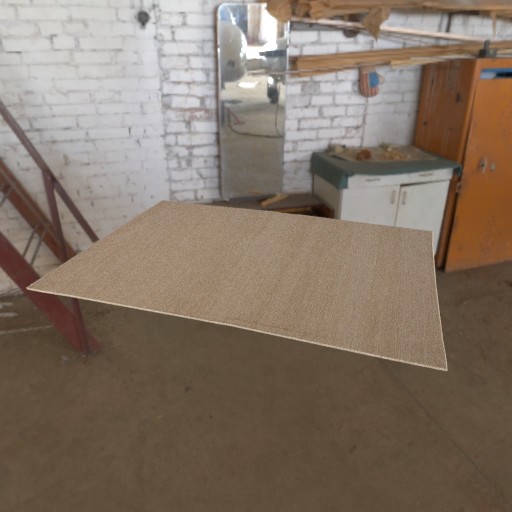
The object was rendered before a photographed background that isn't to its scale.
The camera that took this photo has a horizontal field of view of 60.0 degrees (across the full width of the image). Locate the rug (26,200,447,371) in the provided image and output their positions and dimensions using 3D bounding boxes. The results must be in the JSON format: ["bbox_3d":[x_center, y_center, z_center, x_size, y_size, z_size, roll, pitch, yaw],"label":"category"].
[{"bbox_3d":[0.000,0.000,3.690,2.869,0.038,2.032,8,28,16],"label":"rug"}]
